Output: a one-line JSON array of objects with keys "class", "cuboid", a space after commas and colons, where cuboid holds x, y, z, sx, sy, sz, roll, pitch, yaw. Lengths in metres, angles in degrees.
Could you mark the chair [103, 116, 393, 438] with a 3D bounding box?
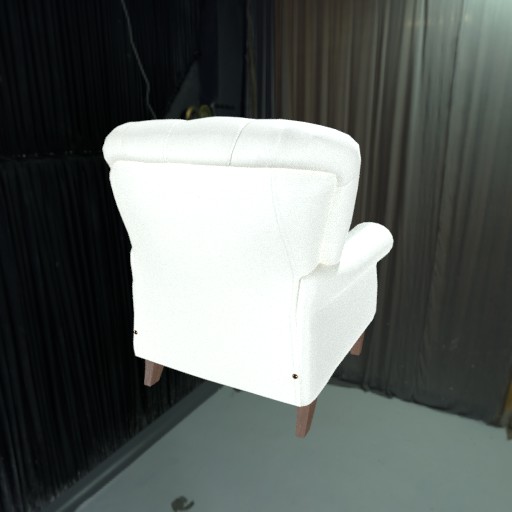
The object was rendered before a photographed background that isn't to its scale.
[{"class": "chair", "cuboid": [0.000, 0.000, 1.993, 1.035, 1.169, 1.132, 8, 18, 27]}]
